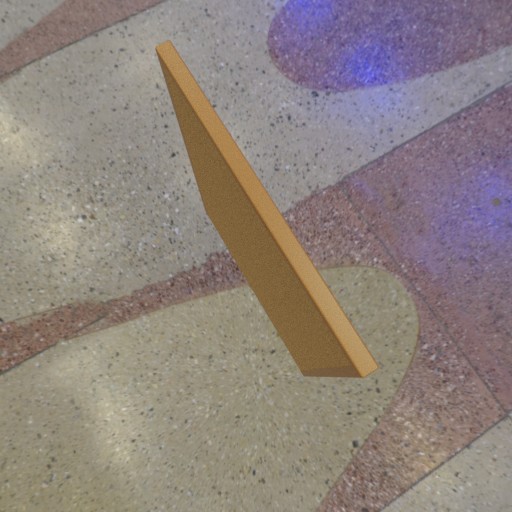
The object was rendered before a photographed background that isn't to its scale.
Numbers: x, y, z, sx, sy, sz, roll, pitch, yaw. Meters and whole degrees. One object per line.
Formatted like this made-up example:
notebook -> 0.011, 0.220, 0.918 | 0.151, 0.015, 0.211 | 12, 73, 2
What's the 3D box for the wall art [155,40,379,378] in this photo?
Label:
wall art -> 0.000, 0.000, 0.758 | 0.022, 0.553, 0.452 | -30, 77, -8
